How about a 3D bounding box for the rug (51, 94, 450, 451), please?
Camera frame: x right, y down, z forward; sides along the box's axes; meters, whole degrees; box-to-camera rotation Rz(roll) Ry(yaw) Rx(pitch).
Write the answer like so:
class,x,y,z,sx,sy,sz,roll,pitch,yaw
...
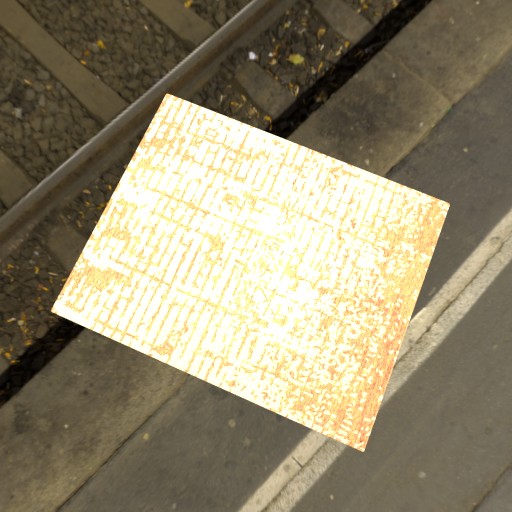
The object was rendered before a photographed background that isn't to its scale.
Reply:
class,x,y,z,sx,sy,sz,roll,pitch,yaw
rug,0.000,0.000,4.184,3.050,0.011,2.441,23,78,5
